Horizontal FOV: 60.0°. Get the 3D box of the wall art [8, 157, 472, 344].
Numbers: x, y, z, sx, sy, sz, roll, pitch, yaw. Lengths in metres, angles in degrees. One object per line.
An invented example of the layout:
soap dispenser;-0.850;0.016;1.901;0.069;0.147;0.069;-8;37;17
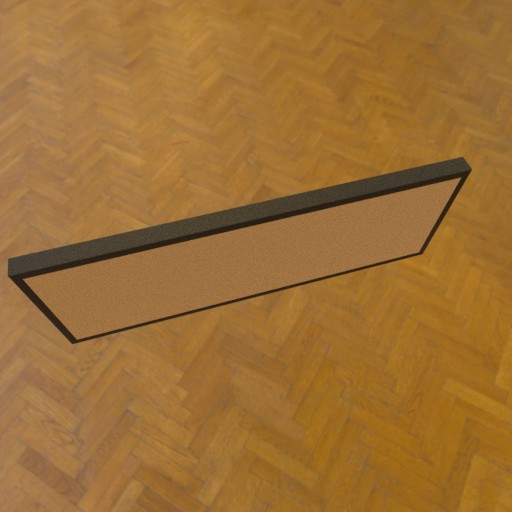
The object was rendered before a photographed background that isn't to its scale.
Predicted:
wall art;0.000;0.000;0.930;0.860;0.303;0.037;-14;59;-9
